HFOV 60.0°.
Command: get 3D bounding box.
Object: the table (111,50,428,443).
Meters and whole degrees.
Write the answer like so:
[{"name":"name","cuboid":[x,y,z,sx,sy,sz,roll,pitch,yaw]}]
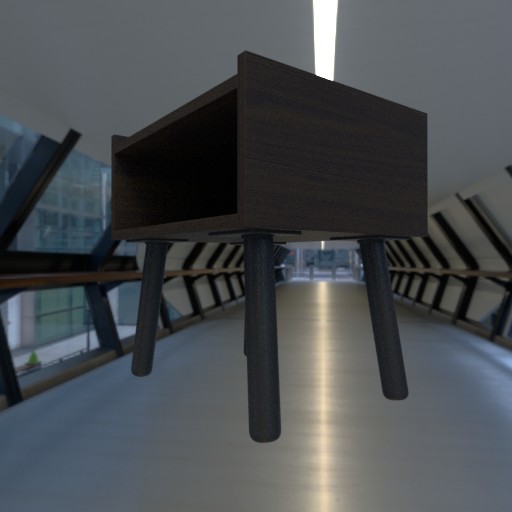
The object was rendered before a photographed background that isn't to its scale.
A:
[{"name":"table","cuboid":[0.000,0.000,0.799,0.370,0.470,0.450,0,0,-37]}]
